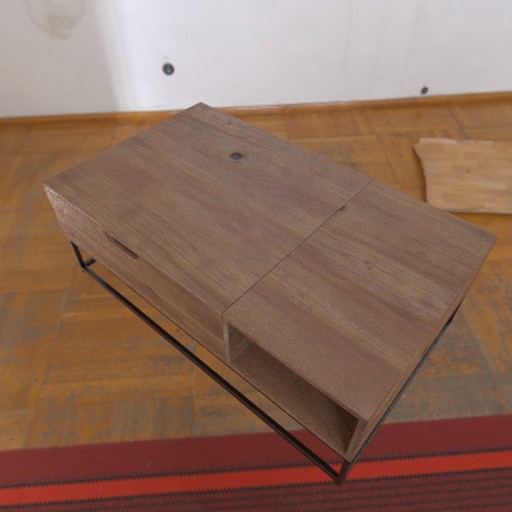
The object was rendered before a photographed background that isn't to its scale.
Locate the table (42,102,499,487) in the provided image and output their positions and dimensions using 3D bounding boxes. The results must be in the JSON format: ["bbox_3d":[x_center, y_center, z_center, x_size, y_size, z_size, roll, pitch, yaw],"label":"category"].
[{"bbox_3d":[0.000,0.000,1.367,1.101,0.395,0.655,32,54,27],"label":"table"}]
